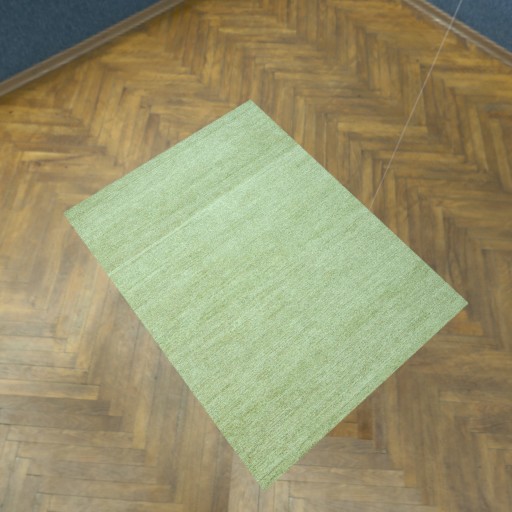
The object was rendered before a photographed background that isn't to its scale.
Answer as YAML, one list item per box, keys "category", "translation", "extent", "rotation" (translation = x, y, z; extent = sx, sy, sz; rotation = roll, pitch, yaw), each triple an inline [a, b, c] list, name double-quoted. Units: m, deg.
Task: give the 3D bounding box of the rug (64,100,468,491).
- category: "rug"
  translation: [0.000, 0.000, 4.270]
  extent: [2.425, 0.016, 3.198]
  rotation: [-36, 70, -16]
